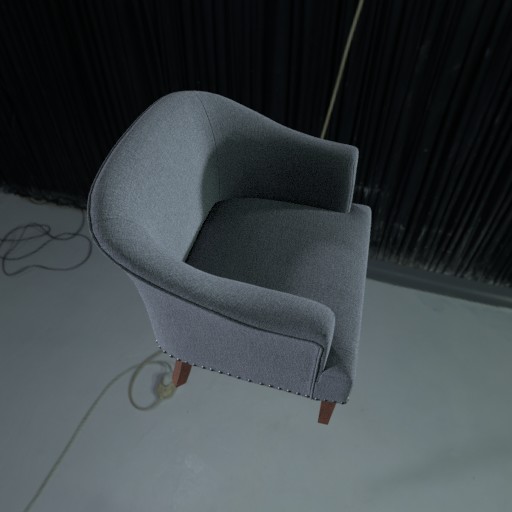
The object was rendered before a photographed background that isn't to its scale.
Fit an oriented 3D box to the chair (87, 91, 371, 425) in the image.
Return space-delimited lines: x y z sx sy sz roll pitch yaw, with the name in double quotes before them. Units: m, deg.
"chair" 0.000 0.000 1.412 0.704 0.815 0.798 10 48 9
